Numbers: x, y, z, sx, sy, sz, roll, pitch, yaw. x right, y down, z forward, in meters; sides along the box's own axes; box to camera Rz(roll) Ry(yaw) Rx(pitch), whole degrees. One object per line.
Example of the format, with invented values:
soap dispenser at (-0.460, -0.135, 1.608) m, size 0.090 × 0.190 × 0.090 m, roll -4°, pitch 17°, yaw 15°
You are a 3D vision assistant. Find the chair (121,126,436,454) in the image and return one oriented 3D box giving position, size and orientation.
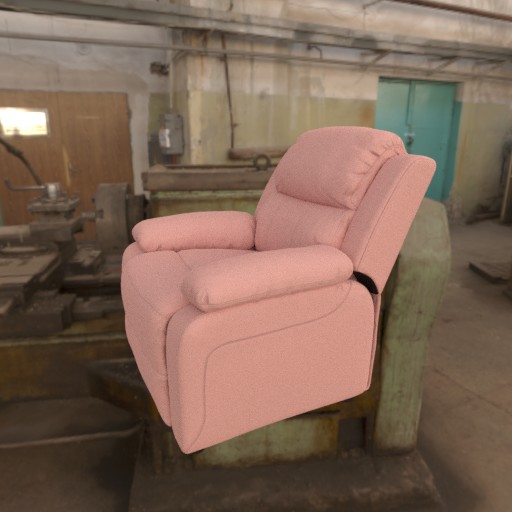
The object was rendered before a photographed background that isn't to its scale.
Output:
chair at (0.000, 0.000, 1.250) m, size 0.709 × 0.702 × 0.680 m, roll -8°, pitch 18°, yaw -25°
